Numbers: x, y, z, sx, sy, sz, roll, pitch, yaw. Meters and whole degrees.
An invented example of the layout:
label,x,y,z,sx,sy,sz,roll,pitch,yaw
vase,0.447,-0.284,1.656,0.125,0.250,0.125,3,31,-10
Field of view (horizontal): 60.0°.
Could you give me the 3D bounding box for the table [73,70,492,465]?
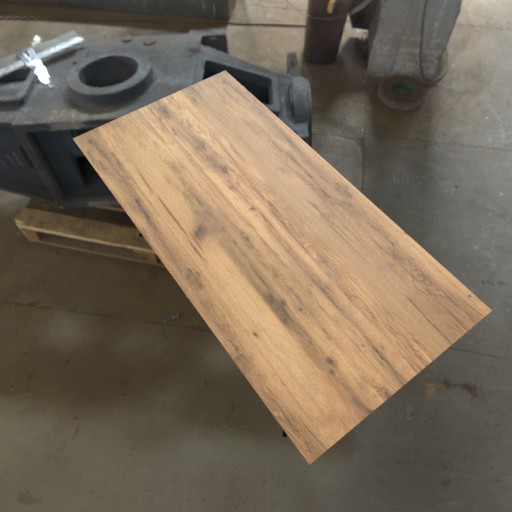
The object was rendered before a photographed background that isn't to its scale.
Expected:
label,x,y,z,sx,sy,sz,roll,pitch,yaw
table,0.000,0.000,2.461,1.000,0.770,2.000,-32,63,-18
